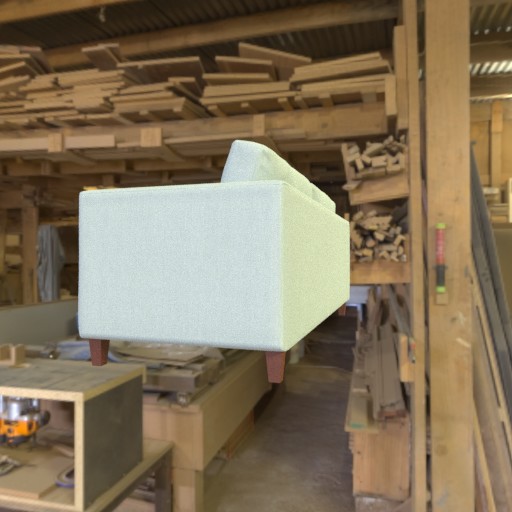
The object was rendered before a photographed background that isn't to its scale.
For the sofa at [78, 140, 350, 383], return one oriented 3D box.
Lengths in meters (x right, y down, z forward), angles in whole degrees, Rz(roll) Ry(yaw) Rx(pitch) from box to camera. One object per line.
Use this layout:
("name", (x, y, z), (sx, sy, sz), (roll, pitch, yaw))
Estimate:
("sofa", (0.000, 0.000, 2.798), (0.951, 0.965, 2.208), (0, 0, 18))
